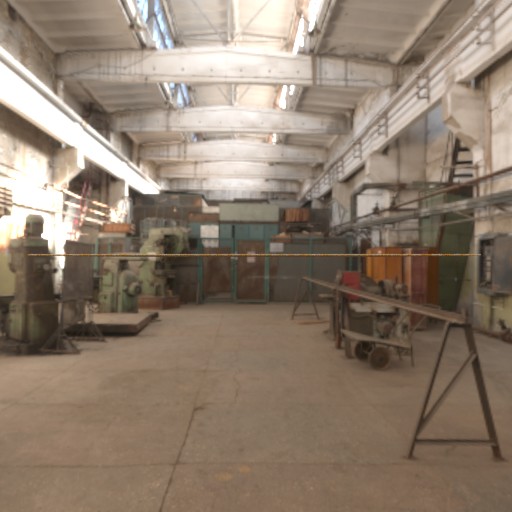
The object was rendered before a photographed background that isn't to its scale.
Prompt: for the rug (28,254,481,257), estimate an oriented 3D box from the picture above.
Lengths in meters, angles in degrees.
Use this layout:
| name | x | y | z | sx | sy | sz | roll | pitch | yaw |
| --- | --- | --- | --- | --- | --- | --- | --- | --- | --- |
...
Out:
| name | x | y | z | sx | sy | sz | roll | pitch | yaw |
| --- | --- | --- | --- | --- | --- | --- | --- | --- | --- |
| rug | 0.000 | 0.000 | 4.175 | 3.037 | 0.011 | 2.433 | 0 | 0 | 1 |
